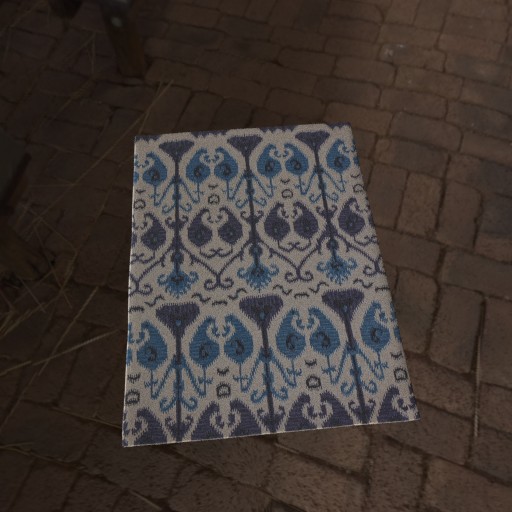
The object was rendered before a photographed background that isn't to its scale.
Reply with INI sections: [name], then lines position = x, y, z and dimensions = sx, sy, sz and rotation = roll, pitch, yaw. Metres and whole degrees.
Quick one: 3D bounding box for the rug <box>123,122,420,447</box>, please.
[rug]
position = 0.000, 0.000, 4.310
dimensions = 2.443, 0.024, 3.228
rotation = -4, 64, -2
